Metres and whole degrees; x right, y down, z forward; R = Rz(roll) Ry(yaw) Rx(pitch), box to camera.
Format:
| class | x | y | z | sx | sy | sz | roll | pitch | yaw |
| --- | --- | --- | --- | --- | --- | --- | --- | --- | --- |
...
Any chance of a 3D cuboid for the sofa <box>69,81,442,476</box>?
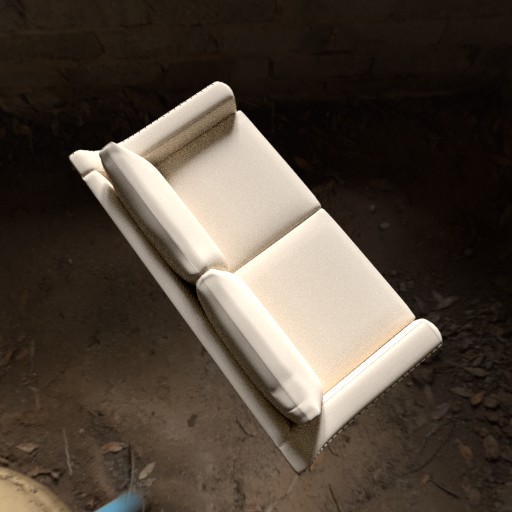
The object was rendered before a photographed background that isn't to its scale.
| class | x | y | z | sx | sy | sz | roll | pitch | yaw |
| --- | --- | --- | --- | --- | --- | --- | --- | --- | --- |
| sofa | 0.000 | 0.000 | 2.324 | 0.949 | 0.830 | 1.812 | -37 | 78 | -9 |
